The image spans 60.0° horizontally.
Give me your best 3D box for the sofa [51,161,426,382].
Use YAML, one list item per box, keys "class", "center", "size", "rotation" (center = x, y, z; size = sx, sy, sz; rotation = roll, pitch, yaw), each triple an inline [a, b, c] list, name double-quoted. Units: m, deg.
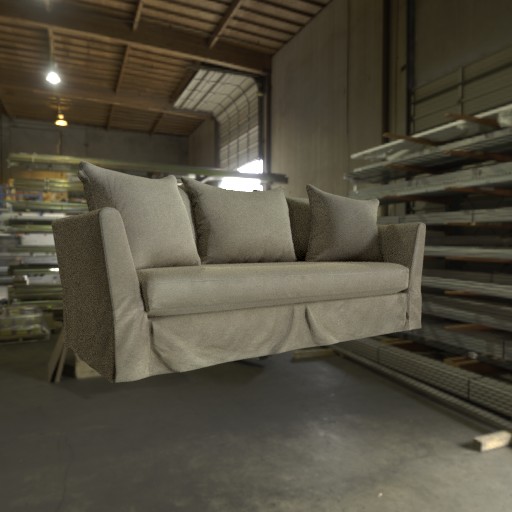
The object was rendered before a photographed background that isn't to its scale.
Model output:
- class: "sofa"
  center: [0.000, 0.000, 2.894]
  size: [2.290, 1.034, 1.031]
  rotation: [-1, 2, -35]
